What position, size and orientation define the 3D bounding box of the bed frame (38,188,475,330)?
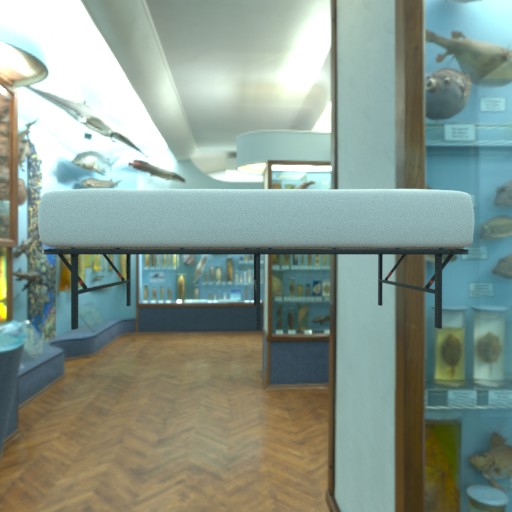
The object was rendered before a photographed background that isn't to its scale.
[{"bbox_3d":[0.000,0.000,2.410,1.908,0.640,1.025,0,0,-1],"label":"bed frame"}]
